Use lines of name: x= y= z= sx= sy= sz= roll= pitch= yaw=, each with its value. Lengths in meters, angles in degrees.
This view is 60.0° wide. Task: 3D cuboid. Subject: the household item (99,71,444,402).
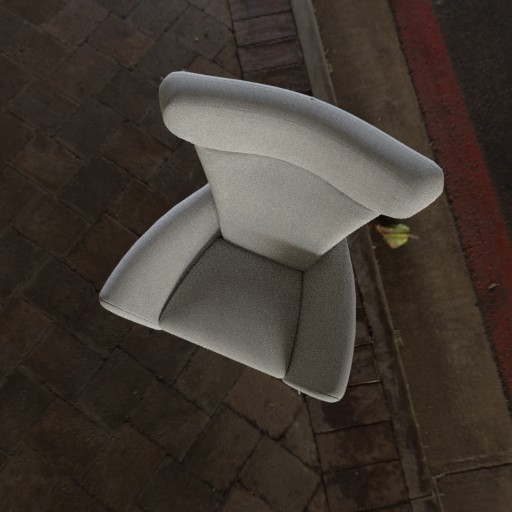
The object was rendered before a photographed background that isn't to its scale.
household item: x=0.000 y=0.000 z=1.756 sx=0.980 sy=1.050 sz=0.900 roll=21 pitch=77 yaw=5
